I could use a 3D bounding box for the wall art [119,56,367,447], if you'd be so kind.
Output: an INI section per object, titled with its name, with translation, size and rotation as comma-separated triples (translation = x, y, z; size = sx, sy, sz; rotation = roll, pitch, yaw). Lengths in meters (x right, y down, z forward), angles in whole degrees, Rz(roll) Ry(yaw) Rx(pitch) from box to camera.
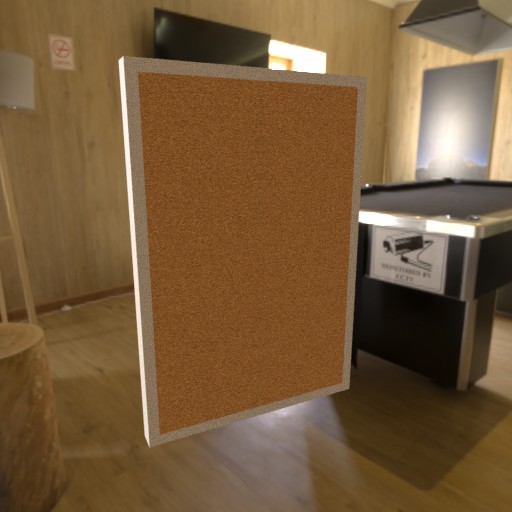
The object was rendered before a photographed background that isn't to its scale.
[wall art]
translation = 0.000, 0.000, 0.837
size = 0.450, 0.657, 0.038
rotation = -7, 16, -26
